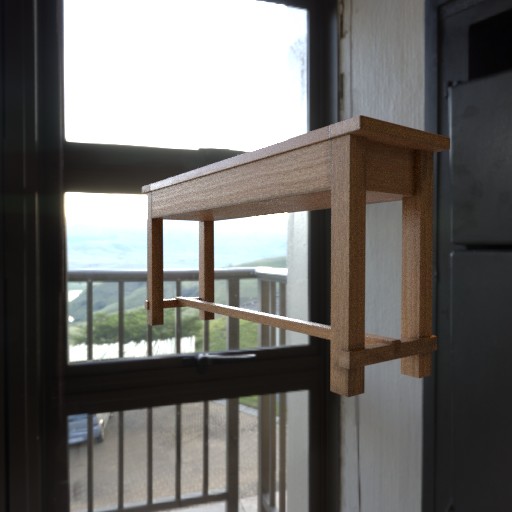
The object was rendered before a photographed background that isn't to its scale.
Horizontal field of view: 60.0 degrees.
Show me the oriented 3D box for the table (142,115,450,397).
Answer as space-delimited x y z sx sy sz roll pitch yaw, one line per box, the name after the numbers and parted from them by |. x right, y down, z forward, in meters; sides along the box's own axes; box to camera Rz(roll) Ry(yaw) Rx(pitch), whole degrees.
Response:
0.000 0.000 1.948 0.442 0.762 1.599 0 1 -35 | table
